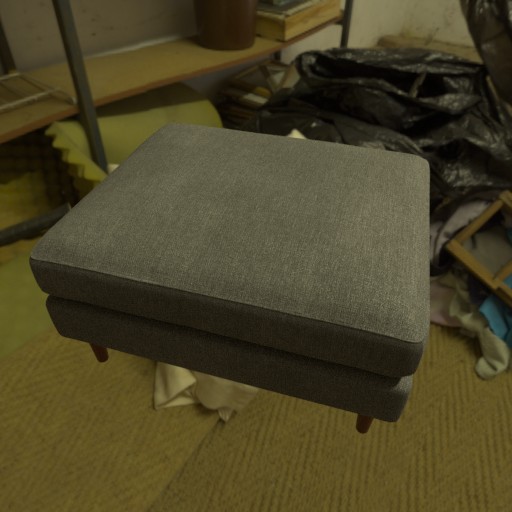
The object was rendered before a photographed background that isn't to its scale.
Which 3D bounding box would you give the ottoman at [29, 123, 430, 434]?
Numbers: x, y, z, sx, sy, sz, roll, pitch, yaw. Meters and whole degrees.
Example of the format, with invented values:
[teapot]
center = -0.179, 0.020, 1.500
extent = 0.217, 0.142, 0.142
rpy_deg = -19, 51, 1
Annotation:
[ottoman]
center = 0.000, 0.000, 1.191
extent = 0.821, 0.474, 0.693
rpy_deg = 11, 42, 13
